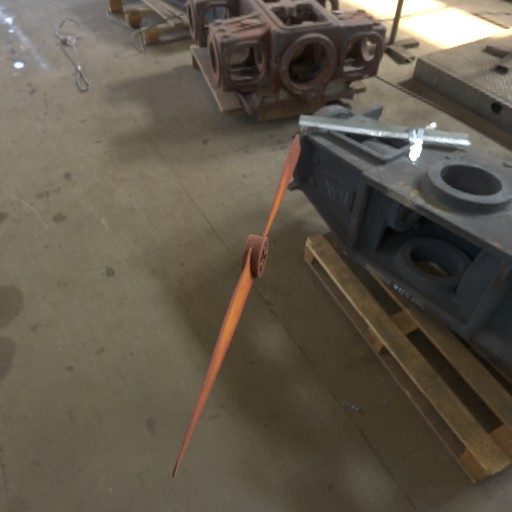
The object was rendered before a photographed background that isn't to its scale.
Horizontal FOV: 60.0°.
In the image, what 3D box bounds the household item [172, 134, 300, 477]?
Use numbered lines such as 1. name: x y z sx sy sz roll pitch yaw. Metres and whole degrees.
1. household item: 0.000 0.000 1.235 0.051 0.121 1.181 12 49 10
